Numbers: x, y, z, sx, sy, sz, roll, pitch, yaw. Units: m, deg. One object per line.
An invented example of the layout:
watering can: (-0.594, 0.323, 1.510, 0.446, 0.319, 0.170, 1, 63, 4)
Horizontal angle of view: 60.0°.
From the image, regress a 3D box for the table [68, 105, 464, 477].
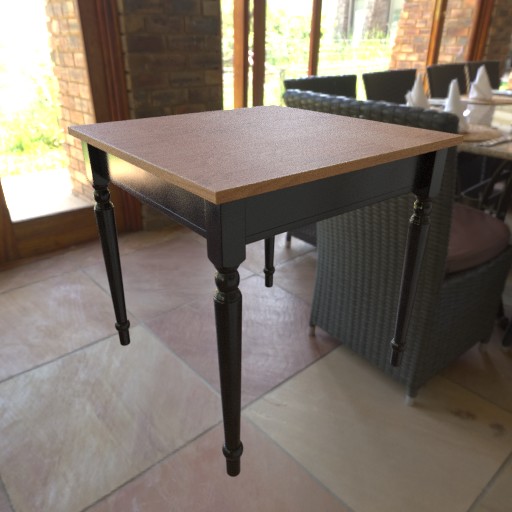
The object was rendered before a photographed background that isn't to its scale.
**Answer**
table: (0.000, 0.000, 1.336, 0.747, 0.738, 0.747, -19, 32, -34)
